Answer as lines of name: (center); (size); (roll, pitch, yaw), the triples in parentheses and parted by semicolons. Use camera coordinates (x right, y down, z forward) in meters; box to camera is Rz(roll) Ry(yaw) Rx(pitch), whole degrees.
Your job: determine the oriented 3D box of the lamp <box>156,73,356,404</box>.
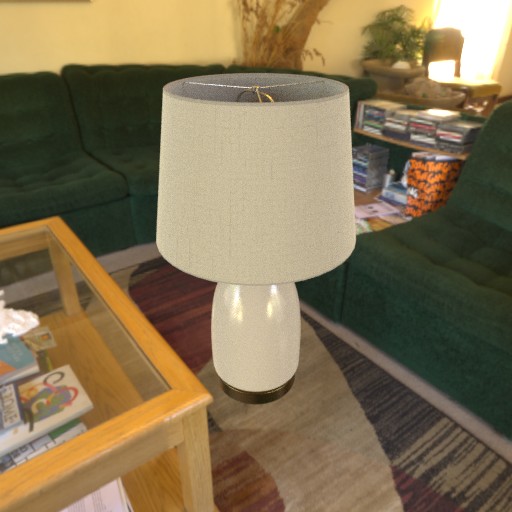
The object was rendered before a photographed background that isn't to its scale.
lamp: (0.000, 0.000, 0.666); (0.285, 0.483, 0.285); (0, 30, 0)
